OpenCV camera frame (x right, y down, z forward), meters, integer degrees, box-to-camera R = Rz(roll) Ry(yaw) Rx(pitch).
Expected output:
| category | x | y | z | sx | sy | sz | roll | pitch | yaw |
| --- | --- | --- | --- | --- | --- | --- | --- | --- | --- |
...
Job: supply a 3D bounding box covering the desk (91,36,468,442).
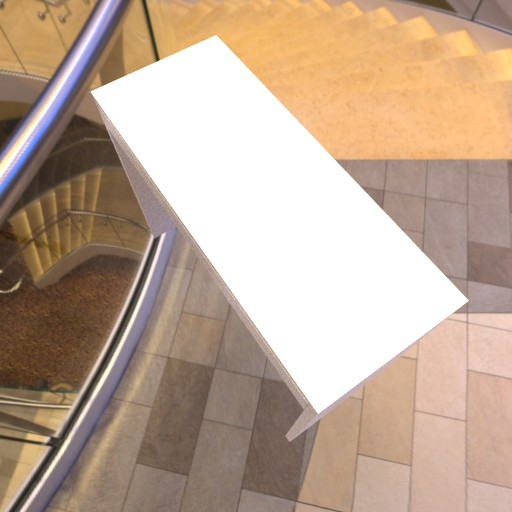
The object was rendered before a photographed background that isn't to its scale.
| category | x | y | z | sx | sy | sz | roll | pitch | yaw |
| --- | --- | --- | --- | --- | --- | --- | --- | --- | --- |
| desk | 0.000 | 0.000 | 1.420 | 0.400 | 0.790 | 1.000 | -31 | 68 | -14 |
